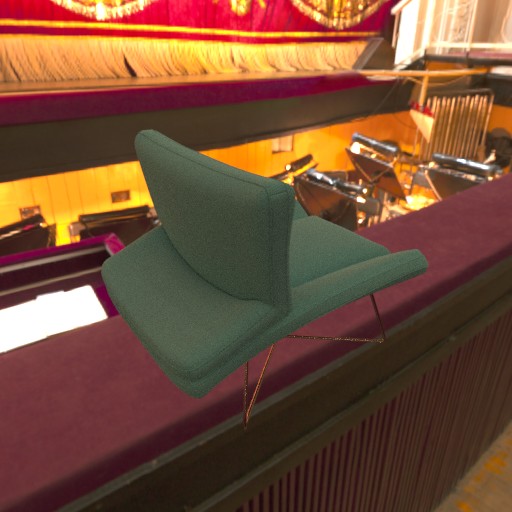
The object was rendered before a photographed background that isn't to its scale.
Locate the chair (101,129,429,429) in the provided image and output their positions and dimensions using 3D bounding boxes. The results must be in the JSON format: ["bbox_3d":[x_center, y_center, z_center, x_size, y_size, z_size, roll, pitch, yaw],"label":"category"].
[{"bbox_3d":[0.000,0.000,1.673,1.008,0.855,0.859,-17,32,-31],"label":"chair"}]
